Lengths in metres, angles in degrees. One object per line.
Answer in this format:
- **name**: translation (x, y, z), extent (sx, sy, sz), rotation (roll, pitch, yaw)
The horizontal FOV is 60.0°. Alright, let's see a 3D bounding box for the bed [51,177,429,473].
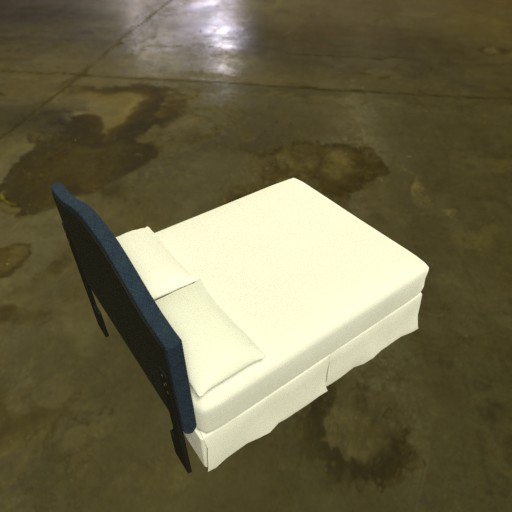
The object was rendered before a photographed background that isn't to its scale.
- **bed**: translation (0.000, 0.000, 3.236), extent (2.153, 1.518, 1.713), rotation (-26, 47, -26)
